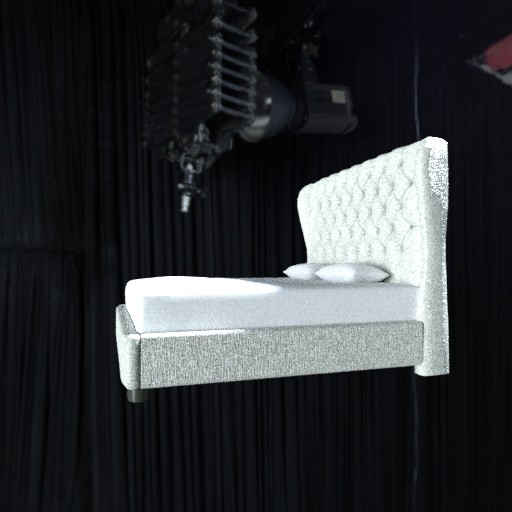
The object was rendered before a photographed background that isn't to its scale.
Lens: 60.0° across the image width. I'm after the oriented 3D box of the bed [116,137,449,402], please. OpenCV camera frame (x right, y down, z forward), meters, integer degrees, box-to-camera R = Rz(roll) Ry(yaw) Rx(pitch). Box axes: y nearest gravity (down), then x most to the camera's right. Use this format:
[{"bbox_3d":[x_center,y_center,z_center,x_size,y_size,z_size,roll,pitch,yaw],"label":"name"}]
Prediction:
[{"bbox_3d":[0.000,0.000,3.960,2.347,1.771,2.219,0,-1,-18],"label":"bed"}]
